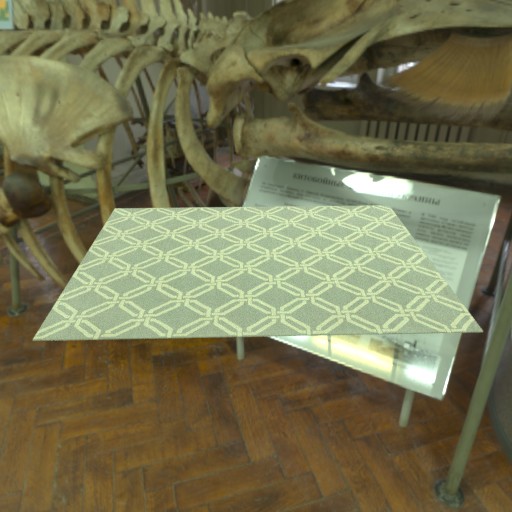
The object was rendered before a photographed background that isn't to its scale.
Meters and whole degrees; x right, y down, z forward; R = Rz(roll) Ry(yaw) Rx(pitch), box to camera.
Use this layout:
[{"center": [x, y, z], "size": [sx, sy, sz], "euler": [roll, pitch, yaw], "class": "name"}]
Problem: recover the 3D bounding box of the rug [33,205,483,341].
[{"center": [0.000, 0.000, 4.356], "size": [3.353, 0.013, 2.438], "euler": [-1, 29, -1], "class": "rug"}]
